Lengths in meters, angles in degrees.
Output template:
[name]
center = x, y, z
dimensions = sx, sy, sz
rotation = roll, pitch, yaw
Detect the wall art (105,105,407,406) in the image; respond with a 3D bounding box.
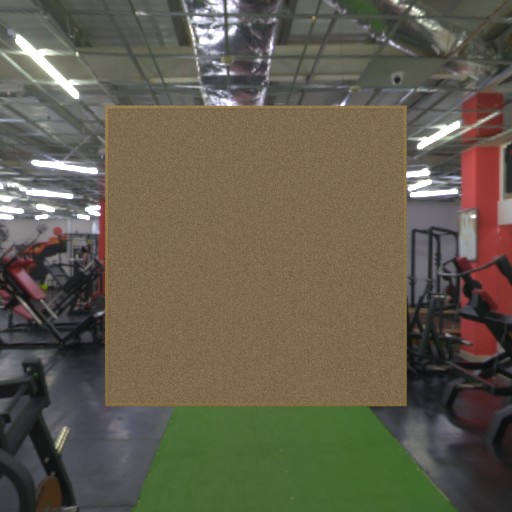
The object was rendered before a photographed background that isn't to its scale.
[wall art]
center = 0.000, 0.000, 1.421
dimensions = 0.962, 0.959, 0.013
rotation = 0, 0, 0
